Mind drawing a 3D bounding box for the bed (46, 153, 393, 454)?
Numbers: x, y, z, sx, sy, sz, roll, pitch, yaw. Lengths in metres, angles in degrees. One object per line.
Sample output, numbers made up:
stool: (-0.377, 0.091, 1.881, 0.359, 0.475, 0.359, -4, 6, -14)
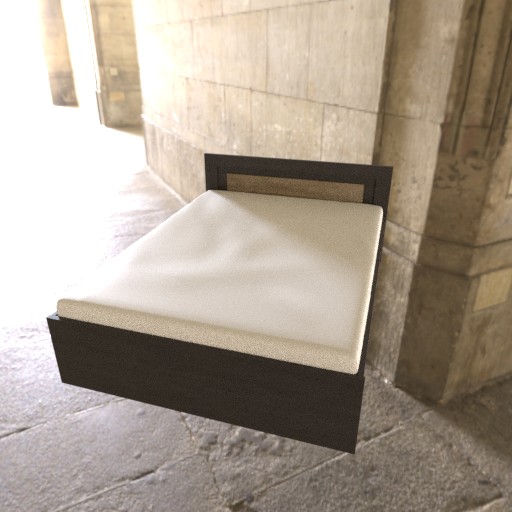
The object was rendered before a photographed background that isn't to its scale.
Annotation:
bed: (0.000, 0.000, 2.934, 1.585, 0.823, 2.073, 8, 27, 16)
